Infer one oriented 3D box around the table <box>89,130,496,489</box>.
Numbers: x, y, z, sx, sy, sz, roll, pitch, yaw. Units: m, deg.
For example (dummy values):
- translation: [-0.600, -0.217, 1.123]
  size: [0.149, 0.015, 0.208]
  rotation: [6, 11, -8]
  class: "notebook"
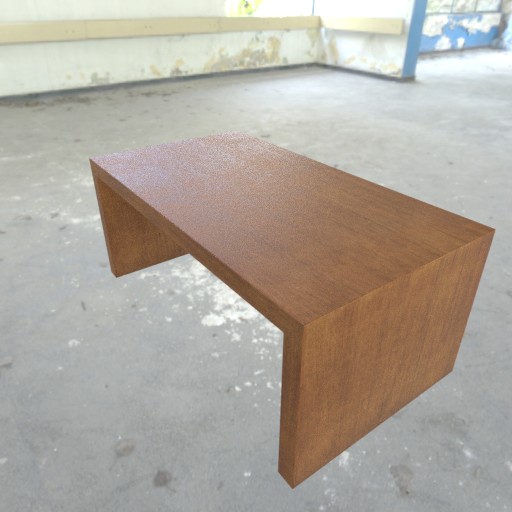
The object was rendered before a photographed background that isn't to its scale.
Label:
- translation: [0.000, 0.000, 1.267]
  size: [0.549, 0.419, 1.000]
  rotation: [-20, 36, -31]
  class: "table"
